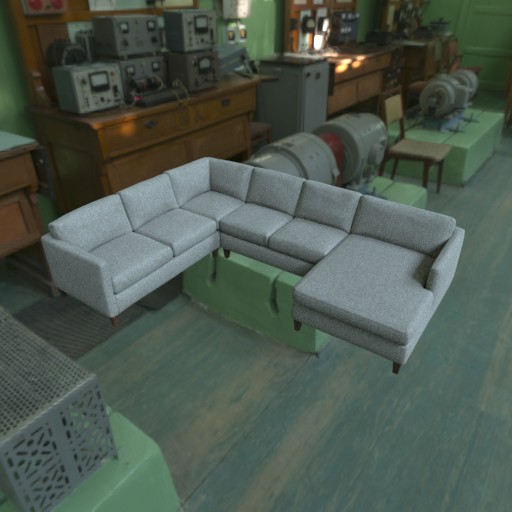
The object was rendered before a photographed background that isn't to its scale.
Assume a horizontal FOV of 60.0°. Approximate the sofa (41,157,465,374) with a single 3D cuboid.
[{"bbox_3d":[0.000,0.000,4.557,3.460,0.959,2.593,20,37,29],"label":"sofa"}]
